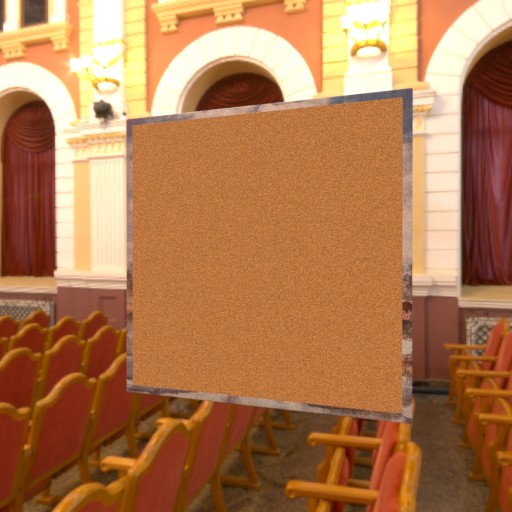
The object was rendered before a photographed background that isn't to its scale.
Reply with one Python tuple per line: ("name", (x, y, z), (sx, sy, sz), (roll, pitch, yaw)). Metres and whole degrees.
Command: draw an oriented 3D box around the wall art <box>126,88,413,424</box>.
("wall art", (0.000, 0.000, 1.518), (1.010, 1.020, 0.040), (0, 0, 18))
